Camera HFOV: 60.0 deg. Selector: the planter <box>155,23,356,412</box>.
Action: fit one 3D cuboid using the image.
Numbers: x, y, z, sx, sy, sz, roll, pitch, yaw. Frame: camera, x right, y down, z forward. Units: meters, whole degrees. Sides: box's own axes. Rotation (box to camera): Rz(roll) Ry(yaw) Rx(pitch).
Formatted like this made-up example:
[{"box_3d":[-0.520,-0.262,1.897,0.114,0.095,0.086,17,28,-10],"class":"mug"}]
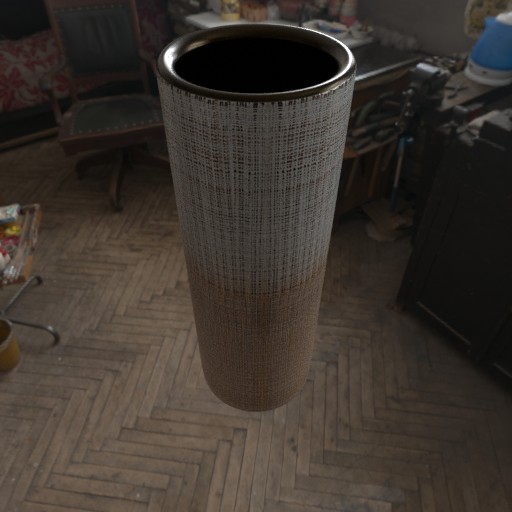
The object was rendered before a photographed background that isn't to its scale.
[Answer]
[{"box_3d":[0.000,0.000,0.315,0.099,0.278,0.099,10,45,10],"class":"planter"}]
